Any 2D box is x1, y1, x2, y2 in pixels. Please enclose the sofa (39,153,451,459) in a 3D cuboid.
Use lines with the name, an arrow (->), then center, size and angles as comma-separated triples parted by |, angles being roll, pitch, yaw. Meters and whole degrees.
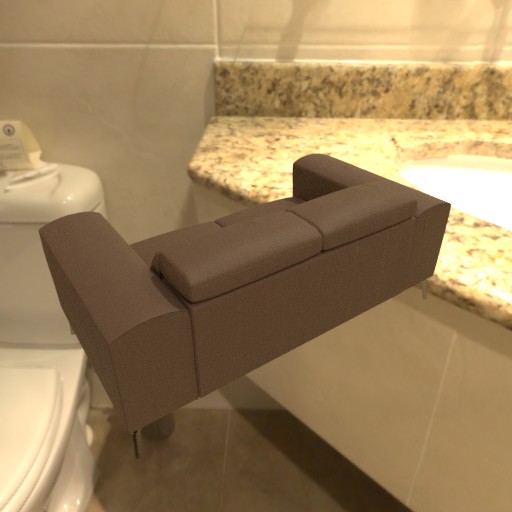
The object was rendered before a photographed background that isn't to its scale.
sofa -> 0.000, 0.000, 2.357 | 1.895, 0.779, 1.003 | -20, 37, -29
